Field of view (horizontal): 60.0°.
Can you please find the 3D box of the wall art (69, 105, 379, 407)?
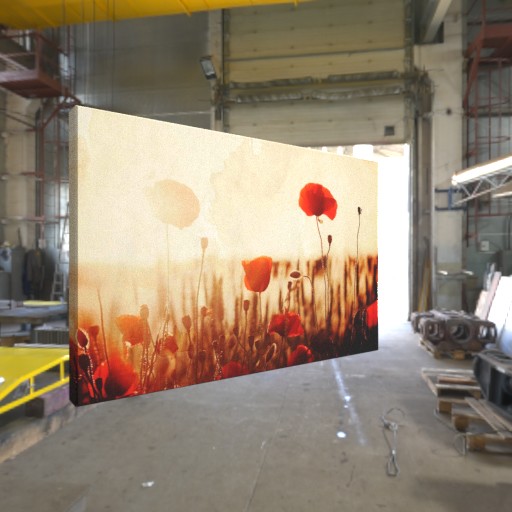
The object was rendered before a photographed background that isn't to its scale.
[{"bbox_3d":[0.000,0.000,0.781,0.613,0.402,0.040,0,0,-35],"label":"wall art"}]
